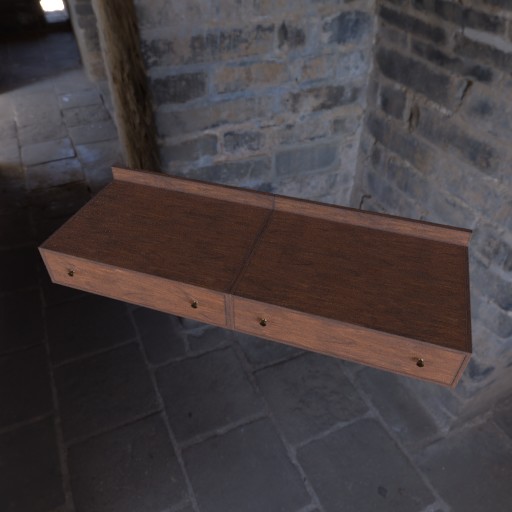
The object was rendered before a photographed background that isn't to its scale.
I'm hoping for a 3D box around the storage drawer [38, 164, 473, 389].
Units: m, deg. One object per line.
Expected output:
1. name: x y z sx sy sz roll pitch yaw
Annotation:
1. storage drawer: 0.000 0.000 2.169 1.914 0.339 0.774 12 42 14
